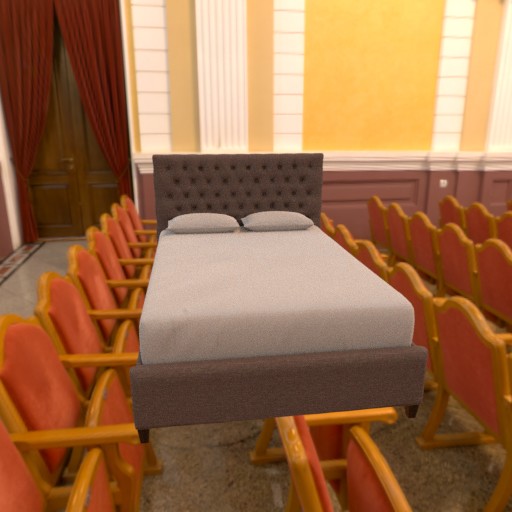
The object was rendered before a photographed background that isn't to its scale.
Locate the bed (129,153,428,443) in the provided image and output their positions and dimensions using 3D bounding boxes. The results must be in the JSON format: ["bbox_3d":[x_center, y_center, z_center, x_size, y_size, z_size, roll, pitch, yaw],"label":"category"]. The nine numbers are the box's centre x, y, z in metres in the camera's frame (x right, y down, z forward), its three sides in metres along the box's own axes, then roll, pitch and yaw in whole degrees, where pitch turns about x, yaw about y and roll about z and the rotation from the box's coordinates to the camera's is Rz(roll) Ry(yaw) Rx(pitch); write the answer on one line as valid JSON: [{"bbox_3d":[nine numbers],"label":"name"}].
[{"bbox_3d":[0.000,0.000,3.473,1.698,1.427,2.387,-2,17,-8],"label":"bed"}]
